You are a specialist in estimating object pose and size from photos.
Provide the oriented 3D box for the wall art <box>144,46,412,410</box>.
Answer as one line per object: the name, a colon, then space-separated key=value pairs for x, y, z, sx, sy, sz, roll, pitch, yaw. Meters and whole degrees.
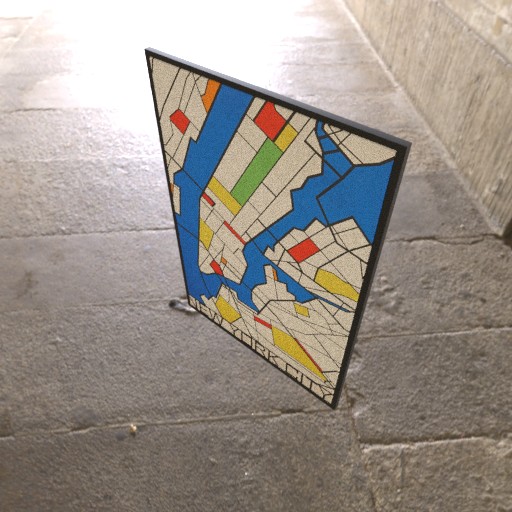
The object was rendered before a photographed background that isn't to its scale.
wall art: x=0.000 y=0.000 z=0.843 sx=0.457 sy=0.657 sz=0.013 roll=31 pitch=53 yaw=27
